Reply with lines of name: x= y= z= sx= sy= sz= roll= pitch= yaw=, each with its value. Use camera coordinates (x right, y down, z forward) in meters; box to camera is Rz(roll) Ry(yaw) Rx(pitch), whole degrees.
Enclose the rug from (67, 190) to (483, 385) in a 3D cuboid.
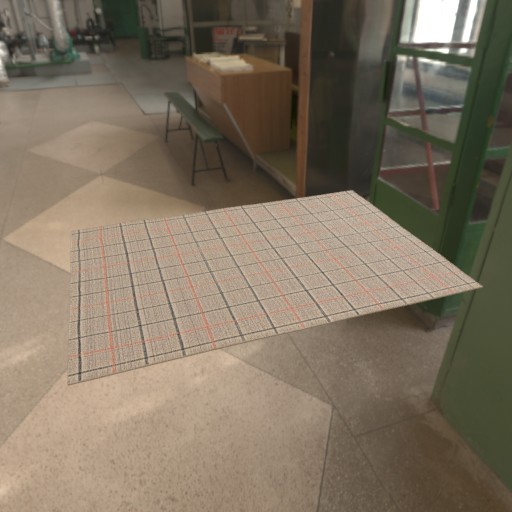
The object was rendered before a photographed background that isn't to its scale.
rug: x=0.000 y=0.000 z=2.311 sx=1.829 sy=0.013 sz=1.220 roll=-10 pitch=33 yaw=-16
